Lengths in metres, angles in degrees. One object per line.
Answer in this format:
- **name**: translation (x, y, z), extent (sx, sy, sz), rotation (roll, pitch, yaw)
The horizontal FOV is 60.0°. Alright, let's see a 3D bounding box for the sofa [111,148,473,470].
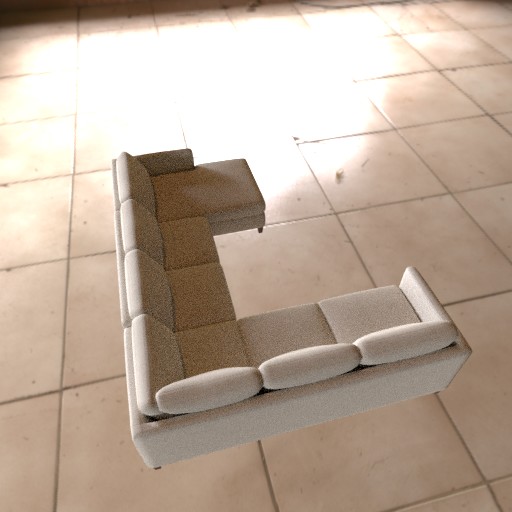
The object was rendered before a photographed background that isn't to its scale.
- **sofa**: translation (0.000, 0.000, 4.319), extent (2.551, 0.853, 3.238), rotation (-11, 48, -10)
